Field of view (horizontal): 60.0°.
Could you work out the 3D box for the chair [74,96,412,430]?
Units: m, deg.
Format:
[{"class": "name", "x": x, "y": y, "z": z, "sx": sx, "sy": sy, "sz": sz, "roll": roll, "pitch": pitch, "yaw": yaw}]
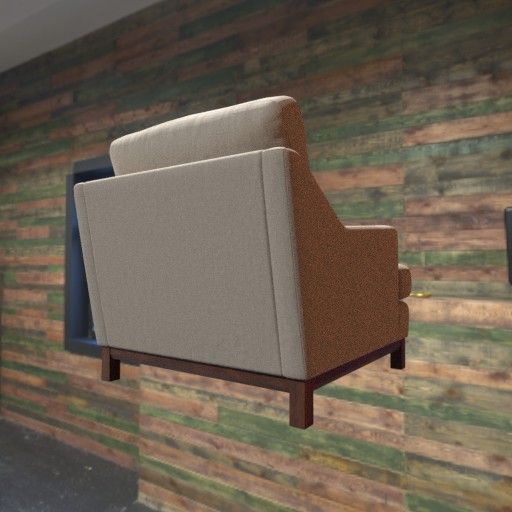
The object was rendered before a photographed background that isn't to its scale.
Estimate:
[{"class": "chair", "x": 0.000, "y": 0.000, "z": 1.703, "sx": 0.912, "sy": 0.916, "sz": 1.001, "roll": -1, "pitch": -1, "yaw": 35}]
